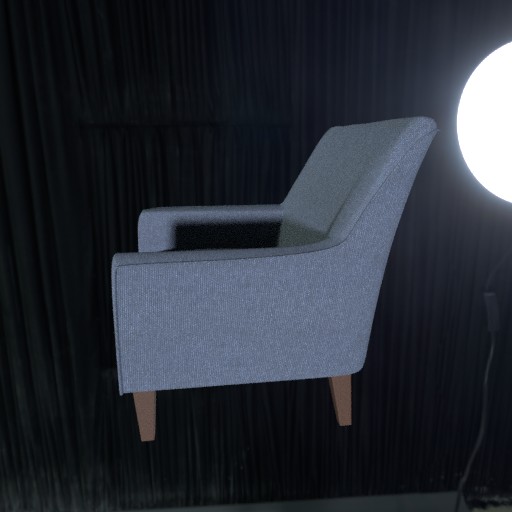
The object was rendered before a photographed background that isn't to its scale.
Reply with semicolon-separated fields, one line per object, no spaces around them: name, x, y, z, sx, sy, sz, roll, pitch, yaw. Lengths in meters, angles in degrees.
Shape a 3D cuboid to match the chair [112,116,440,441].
chair;0.000;0.000;1.583;0.899;0.919;0.780;-2;14;-8
